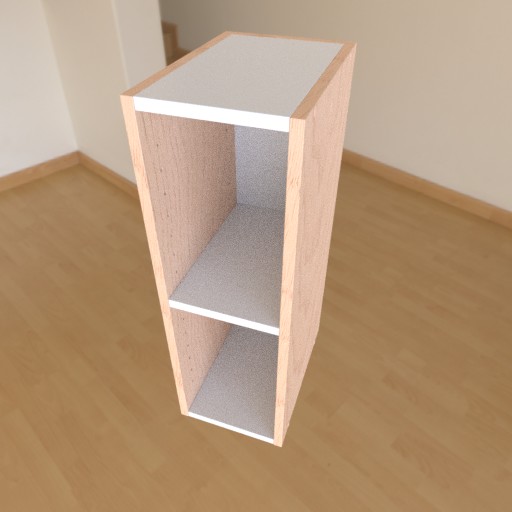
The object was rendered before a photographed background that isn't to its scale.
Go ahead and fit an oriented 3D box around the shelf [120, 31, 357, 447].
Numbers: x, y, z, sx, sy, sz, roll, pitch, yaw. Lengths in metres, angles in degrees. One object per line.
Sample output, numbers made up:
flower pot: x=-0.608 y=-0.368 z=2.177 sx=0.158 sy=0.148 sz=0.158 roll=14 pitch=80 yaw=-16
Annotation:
shelf: x=0.000 y=0.000 z=0.728 sx=0.200 sy=0.600 sz=0.290 roll=12 pitch=41 yaw=15
